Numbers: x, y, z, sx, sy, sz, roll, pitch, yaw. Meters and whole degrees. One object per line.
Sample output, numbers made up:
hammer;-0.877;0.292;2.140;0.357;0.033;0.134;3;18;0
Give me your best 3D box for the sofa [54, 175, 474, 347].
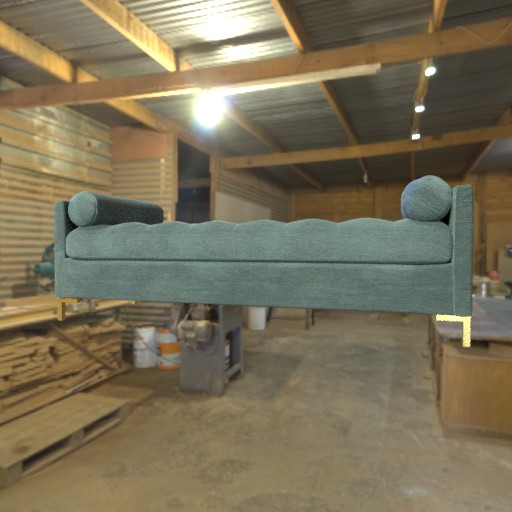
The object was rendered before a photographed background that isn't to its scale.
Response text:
sofa;0.000;0.000;2.453;2.102;0.705;0.796;0;2;18
